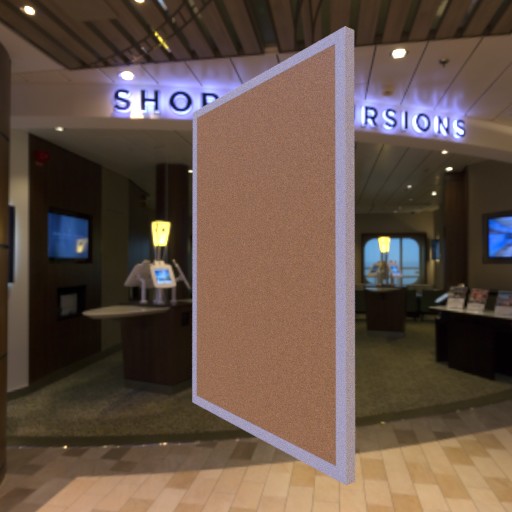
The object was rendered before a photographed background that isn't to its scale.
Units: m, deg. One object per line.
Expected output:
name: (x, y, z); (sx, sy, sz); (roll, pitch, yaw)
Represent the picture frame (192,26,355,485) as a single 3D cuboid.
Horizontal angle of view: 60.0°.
picture frame: (0.000, 0.000, 0.546); (0.013, 0.434, 0.305); (0, -1, -36)
